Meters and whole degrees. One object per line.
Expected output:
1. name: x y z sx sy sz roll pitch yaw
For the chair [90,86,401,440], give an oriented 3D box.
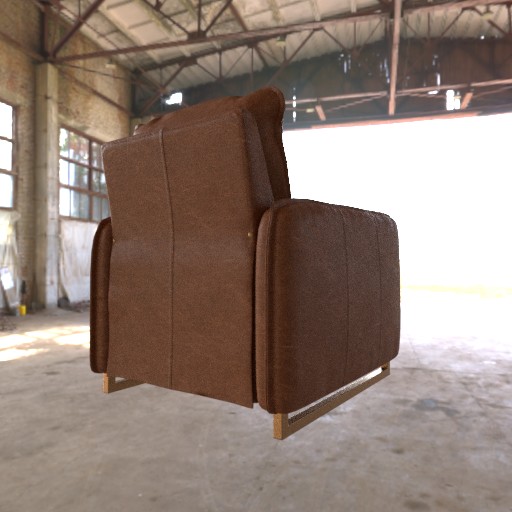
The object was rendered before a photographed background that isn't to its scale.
1. chair: 0.000 0.000 1.613 0.830 0.922 0.922 -1 -1 35
